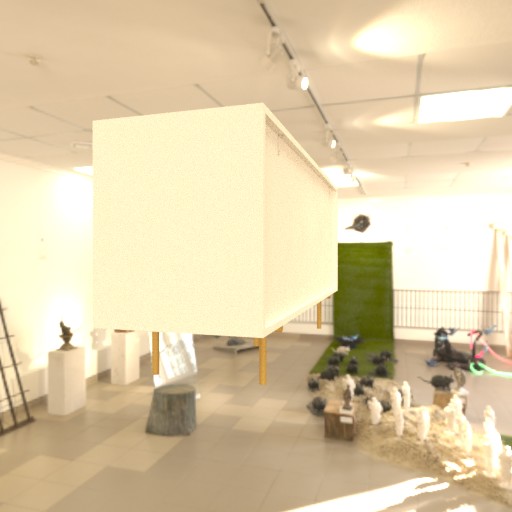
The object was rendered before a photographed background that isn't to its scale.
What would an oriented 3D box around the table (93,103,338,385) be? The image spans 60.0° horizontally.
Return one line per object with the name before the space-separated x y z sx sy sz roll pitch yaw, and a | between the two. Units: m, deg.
table | 0.000 0.000 1.894 0.508 0.769 1.500 0 0 17
